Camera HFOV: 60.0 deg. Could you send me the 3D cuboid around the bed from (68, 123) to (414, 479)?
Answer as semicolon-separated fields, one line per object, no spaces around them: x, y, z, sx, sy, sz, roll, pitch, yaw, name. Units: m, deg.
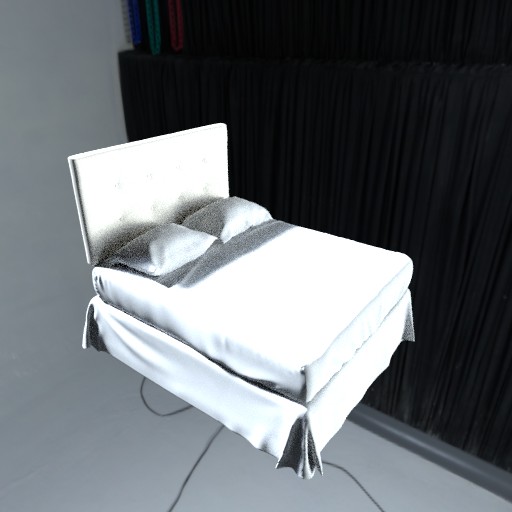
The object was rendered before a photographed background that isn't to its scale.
0.000;0.000;3.441;2.222;1.577;1.936;18;32;32;bed
